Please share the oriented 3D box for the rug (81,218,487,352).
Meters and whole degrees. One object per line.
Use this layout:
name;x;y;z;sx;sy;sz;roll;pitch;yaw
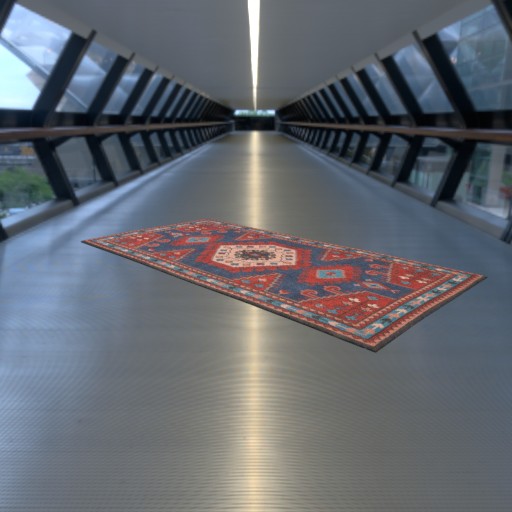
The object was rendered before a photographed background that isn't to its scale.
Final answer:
rug;0.000;0.000;3.583;3.032;0.034;1.522;15;21;42
